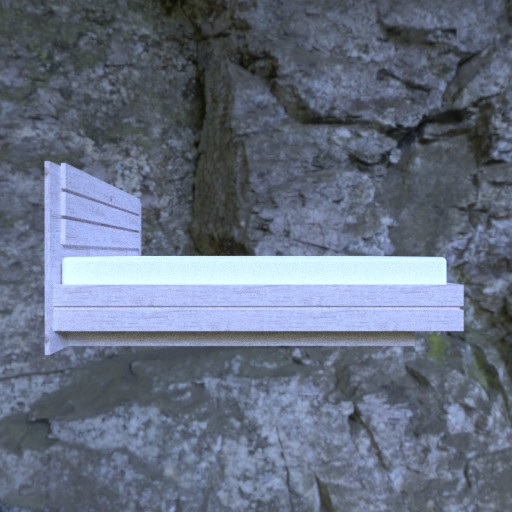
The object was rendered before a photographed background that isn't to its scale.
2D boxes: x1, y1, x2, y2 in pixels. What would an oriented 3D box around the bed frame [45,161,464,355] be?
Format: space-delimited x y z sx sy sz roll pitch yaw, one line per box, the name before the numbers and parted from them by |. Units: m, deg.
bed frame | 0.000 0.000 3.055 2.080 0.970 1.750 0 0 0
